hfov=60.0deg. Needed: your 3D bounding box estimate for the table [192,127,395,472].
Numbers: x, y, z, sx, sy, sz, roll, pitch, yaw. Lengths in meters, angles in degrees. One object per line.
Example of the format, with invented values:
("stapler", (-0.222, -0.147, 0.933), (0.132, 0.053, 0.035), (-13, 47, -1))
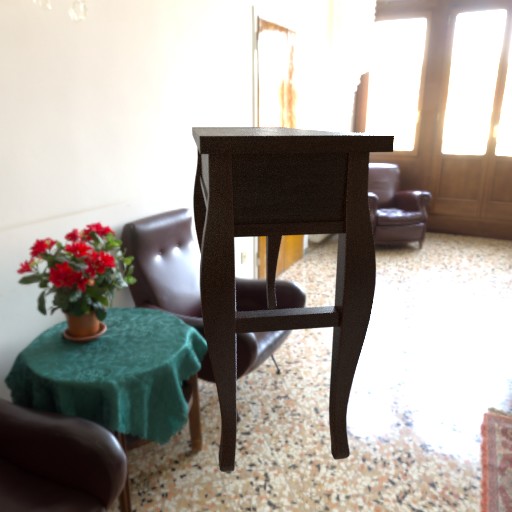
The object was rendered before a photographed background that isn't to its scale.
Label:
("table", (0.000, 0.000, 1.401), (0.373, 0.768, 1.062), (-3, 17, -8))
